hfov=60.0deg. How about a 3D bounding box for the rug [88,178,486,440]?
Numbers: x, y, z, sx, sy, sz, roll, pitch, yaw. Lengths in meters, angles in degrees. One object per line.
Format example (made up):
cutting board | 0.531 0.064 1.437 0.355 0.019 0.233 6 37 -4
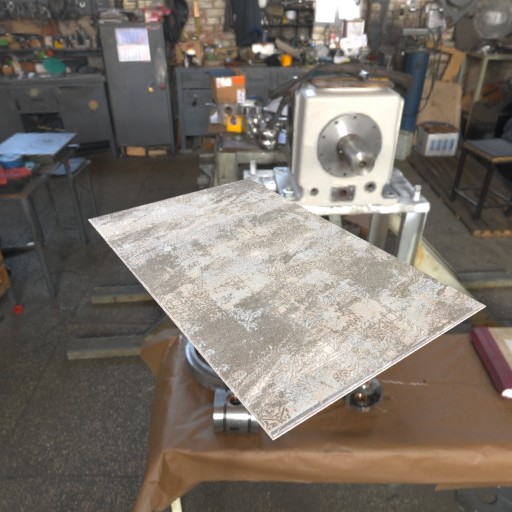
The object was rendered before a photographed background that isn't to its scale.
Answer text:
rug | 0.000 0.000 3.030 1.536 0.012 2.431 -20 37 -29
